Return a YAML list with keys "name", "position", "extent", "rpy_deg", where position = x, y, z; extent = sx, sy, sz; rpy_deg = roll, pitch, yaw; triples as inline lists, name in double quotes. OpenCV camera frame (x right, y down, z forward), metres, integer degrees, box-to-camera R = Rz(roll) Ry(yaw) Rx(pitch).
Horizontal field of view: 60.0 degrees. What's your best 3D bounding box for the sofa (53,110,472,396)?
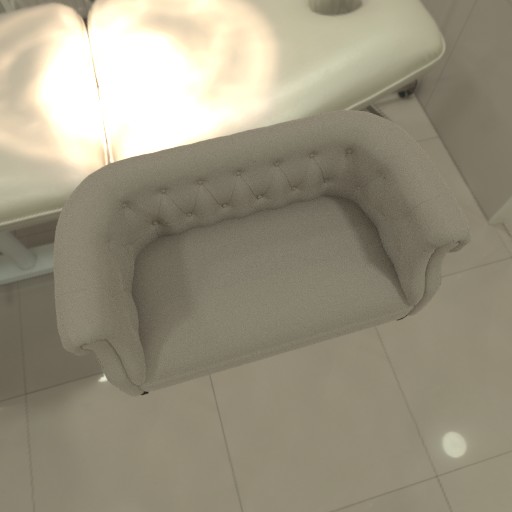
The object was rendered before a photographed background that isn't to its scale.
- name: "sofa"
  position: [0.000, 0.000, 2.014]
  extent: [1.558, 0.827, 0.835]
  rpy_deg: [-15, 66, -7]
